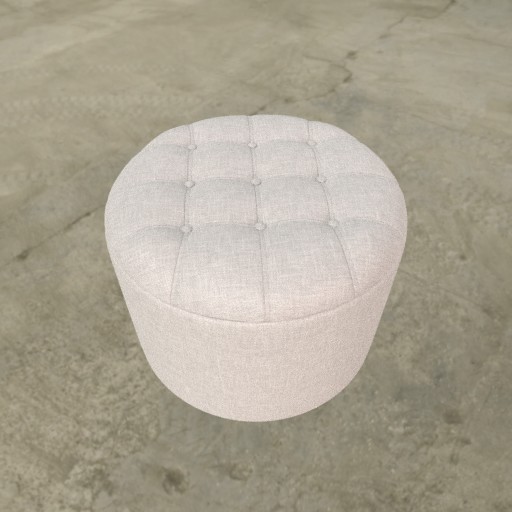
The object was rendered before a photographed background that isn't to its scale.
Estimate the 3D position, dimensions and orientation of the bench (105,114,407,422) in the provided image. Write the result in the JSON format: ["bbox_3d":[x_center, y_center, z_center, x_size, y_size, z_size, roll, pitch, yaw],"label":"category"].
[{"bbox_3d":[0.000,0.000,1.008,0.600,0.453,0.600,0,46,0],"label":"bench"}]
